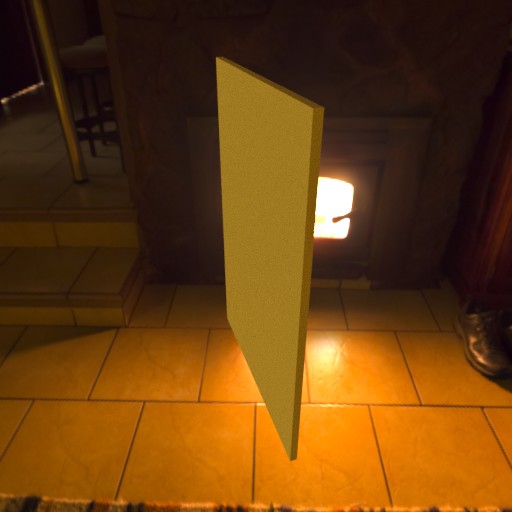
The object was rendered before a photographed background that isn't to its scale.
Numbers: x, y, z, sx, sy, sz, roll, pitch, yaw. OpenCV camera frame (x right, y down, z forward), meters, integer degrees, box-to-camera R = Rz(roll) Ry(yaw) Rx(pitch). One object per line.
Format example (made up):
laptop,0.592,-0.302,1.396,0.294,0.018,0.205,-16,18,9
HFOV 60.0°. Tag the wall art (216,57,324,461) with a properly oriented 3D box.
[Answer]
wall art,0.000,0.000,0.621,0.010,0.474,0.325,-10,33,-16
